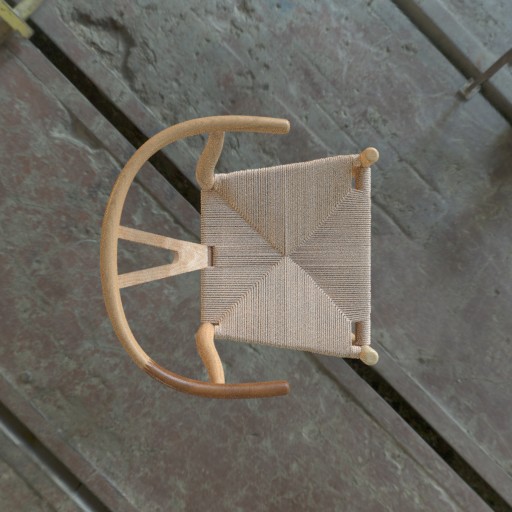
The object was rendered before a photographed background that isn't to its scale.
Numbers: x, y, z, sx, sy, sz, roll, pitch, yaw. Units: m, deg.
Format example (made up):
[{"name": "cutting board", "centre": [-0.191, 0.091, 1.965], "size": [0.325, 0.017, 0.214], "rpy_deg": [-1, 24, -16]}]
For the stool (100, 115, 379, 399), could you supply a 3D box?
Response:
[{"name": "stool", "centre": [0.000, 0.000, 1.244], "size": [0.575, 0.923, 0.536], "rpy_deg": [0, 90, -1]}]
